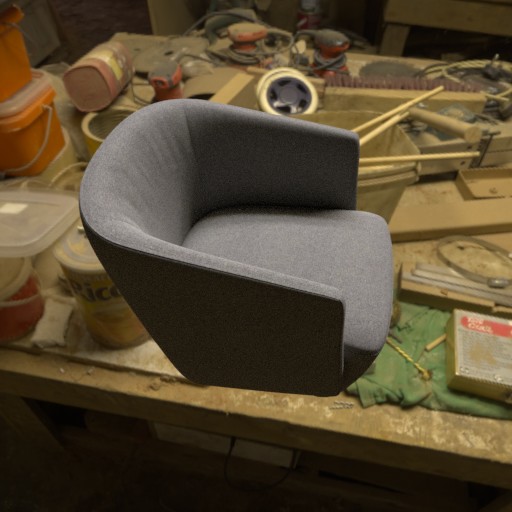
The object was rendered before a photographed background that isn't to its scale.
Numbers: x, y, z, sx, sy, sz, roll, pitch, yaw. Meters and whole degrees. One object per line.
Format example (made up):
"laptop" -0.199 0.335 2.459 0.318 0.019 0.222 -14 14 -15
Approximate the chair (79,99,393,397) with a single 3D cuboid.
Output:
"chair" 0.000 0.000 1.630 0.986 0.861 0.822 9 48 8
